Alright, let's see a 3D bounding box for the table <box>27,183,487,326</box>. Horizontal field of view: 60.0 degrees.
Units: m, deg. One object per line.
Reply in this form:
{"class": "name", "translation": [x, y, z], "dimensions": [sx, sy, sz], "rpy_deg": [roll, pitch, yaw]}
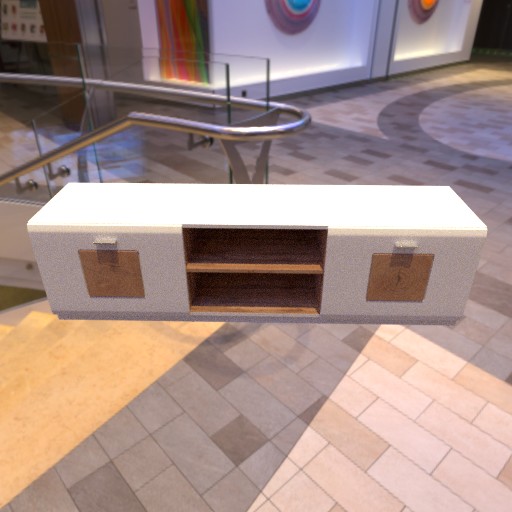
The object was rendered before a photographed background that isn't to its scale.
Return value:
{"class": "table", "translation": [0.000, 0.000, 1.747], "dimensions": [1.550, 0.440, 0.400], "rpy_deg": [1, 31, 1]}
